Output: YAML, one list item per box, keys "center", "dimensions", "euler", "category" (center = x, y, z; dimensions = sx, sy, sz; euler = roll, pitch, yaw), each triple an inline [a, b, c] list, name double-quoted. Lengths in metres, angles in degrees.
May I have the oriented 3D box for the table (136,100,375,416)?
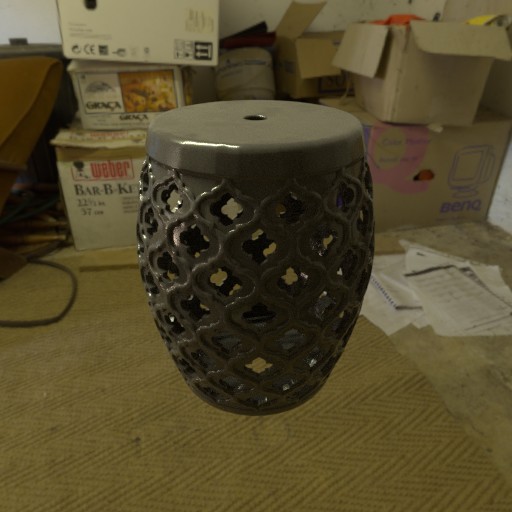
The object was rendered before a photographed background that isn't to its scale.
- center: [0.000, 0.000, 0.638]
  dimensions: [0.325, 0.388, 0.325]
  euler: [0, 29, 0]
  category: "table"
